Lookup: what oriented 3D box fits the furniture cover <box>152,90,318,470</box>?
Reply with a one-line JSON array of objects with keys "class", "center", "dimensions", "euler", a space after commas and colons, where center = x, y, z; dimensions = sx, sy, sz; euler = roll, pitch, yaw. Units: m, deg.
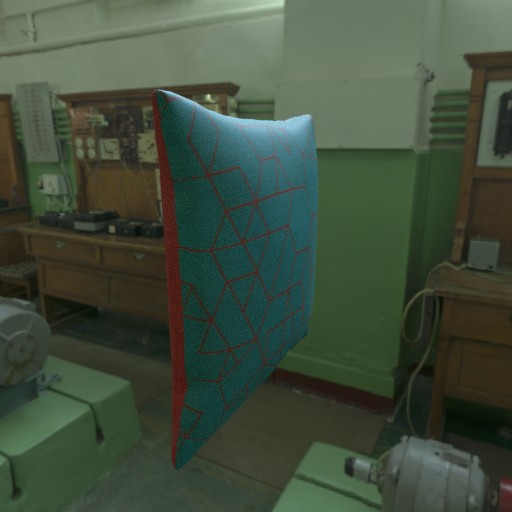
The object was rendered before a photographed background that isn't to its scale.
[{"class": "furniture cover", "center": [0.000, 0.000, 0.787], "dimensions": [0.158, 0.508, 0.517], "euler": [7, 16, 25]}]
